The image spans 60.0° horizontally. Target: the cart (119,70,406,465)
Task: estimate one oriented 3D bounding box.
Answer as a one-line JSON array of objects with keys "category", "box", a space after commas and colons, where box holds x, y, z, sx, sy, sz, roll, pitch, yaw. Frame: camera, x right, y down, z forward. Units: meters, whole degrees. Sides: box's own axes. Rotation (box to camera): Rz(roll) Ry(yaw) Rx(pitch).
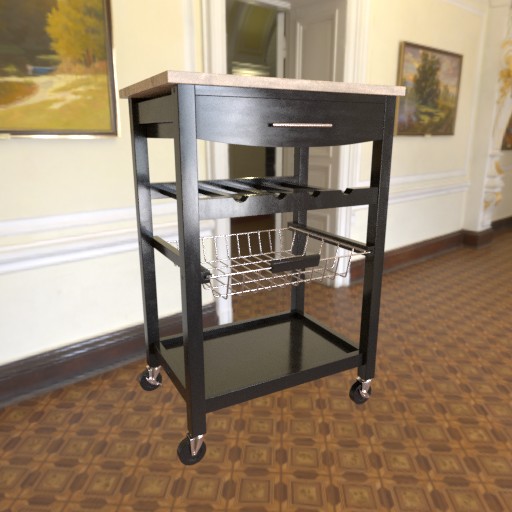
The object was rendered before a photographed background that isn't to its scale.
[{"category": "cart", "box": [0.000, 0.000, 1.179, 0.584, 0.839, 0.403, -8, 17, -27]}]
